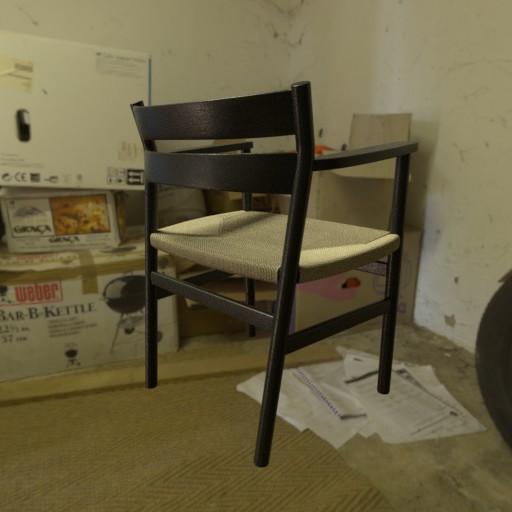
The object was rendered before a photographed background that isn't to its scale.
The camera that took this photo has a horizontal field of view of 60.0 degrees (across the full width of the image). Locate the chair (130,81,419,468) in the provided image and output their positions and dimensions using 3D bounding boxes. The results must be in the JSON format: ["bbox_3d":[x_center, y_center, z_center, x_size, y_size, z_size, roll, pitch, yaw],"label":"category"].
[{"bbox_3d":[0.000,0.000,1.144,0.508,0.775,0.630,-14,20,-43],"label":"chair"}]
